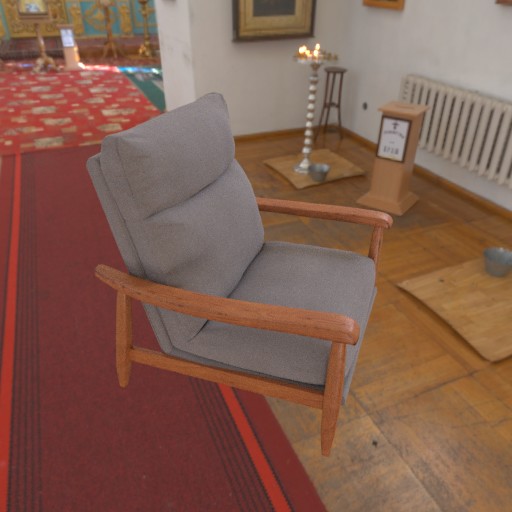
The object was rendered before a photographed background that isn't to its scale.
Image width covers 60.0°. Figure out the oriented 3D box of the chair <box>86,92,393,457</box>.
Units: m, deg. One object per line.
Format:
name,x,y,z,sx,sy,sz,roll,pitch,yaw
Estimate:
chair,0.000,0.000,1.518,0.816,0.922,0.782,12,33,18
